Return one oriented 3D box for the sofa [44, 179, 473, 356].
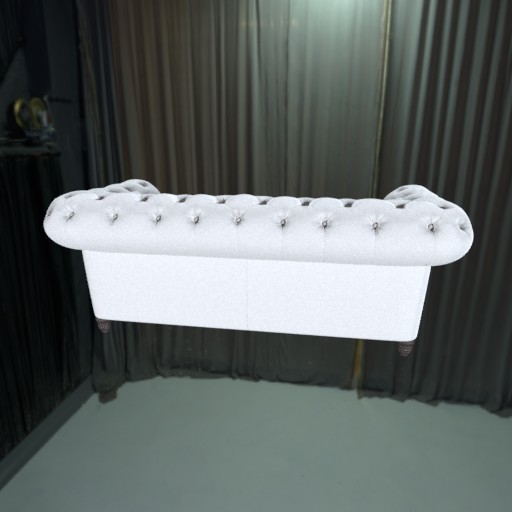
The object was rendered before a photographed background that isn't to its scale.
[{"bbox_3d":[0.000,0.000,2.415,1.998,0.764,0.986,3,16,9],"label":"sofa"}]
